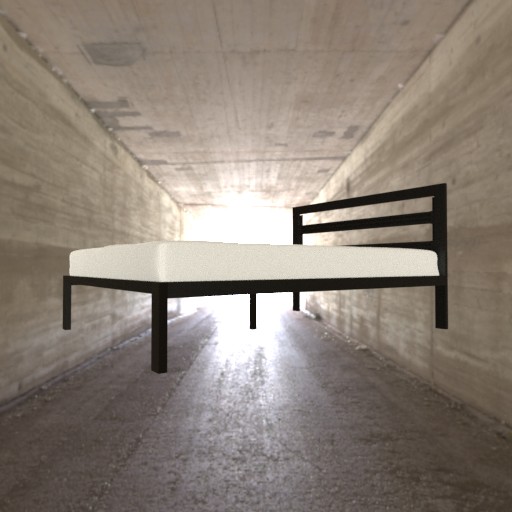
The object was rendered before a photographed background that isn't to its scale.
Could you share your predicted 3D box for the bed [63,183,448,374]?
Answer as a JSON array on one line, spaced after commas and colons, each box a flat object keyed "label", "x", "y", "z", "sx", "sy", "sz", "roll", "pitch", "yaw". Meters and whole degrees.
[{"label": "bed", "x": 0.000, "y": 0.000, "z": 2.950, "sx": 2.062, "sy": 0.967, "sz": 1.524, "roll": 1, "pitch": -2, "yaw": -36}]
